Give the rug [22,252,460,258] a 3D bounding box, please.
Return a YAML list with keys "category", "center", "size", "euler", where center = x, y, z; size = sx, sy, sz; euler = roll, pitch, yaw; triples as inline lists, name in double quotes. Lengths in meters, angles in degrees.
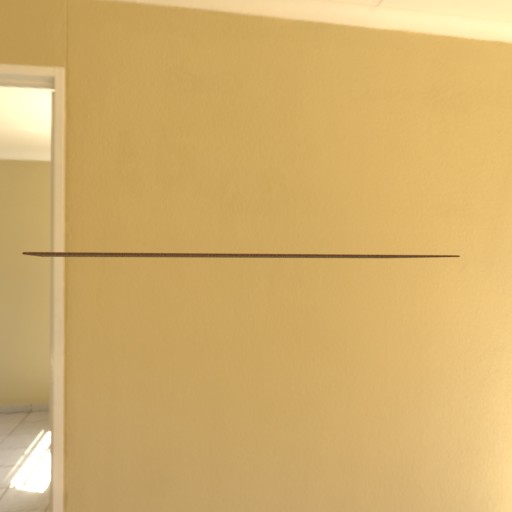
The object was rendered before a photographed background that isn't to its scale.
- category: "rug"
  center: [0.000, 0.000, 2.704]
  size: [2.448, 0.012, 0.769]
  euler: [0, -1, -20]
